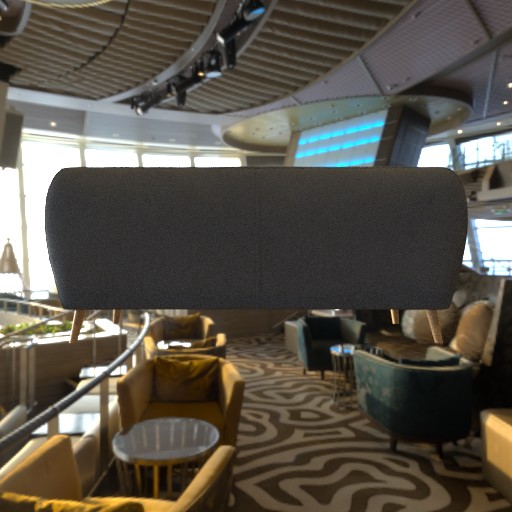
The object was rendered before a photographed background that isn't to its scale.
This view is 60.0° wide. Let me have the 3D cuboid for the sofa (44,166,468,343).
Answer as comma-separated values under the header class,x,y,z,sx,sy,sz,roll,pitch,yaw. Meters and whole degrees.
class,x,y,z,sx,sy,sz,roll,pitch,yaw
sofa,0.000,0.000,2.432,1.975,0.832,0.841,0,-1,0
